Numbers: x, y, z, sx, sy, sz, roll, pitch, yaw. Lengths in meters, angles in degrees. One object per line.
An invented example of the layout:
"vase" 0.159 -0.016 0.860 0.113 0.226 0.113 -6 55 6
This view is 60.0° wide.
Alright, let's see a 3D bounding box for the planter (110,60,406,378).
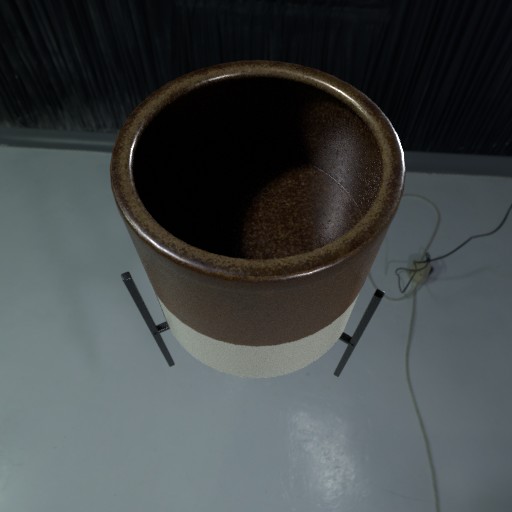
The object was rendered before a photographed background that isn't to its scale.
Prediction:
"planter" 0.000 0.000 0.535 0.255 0.375 0.269 2 59 1
